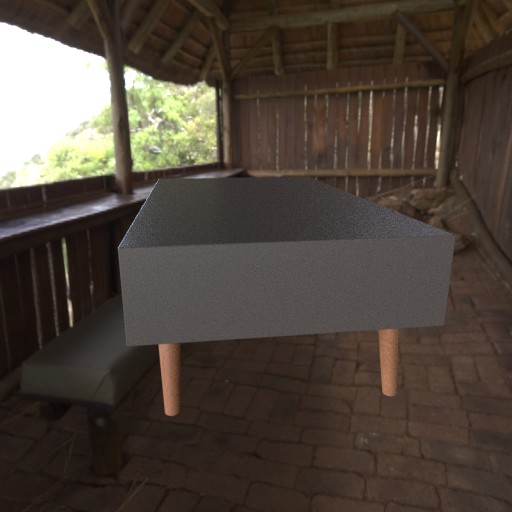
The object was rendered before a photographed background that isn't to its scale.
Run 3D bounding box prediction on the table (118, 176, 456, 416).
[{"bbox_3d":[0.000,0.000,1.513,0.703,0.404,1.201,-2,16,-8],"label":"table"}]
